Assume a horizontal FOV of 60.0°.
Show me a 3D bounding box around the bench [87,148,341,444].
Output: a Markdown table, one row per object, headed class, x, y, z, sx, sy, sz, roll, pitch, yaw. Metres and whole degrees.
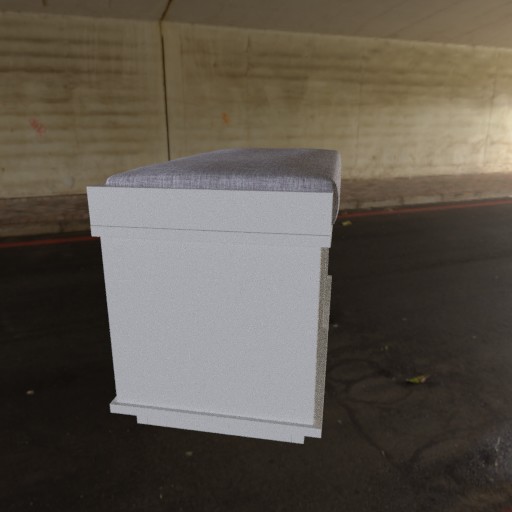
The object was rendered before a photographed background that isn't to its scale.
| class | x | y | z | sx | sy | sz | roll | pitch | yaw |
| --- | --- | --- | --- | --- | --- | --- | --- | --- | --- |
| bench | 0.000 | 0.000 | 1.010 | 0.362 | 0.461 | 0.734 | 3 | 17 | 10 |
